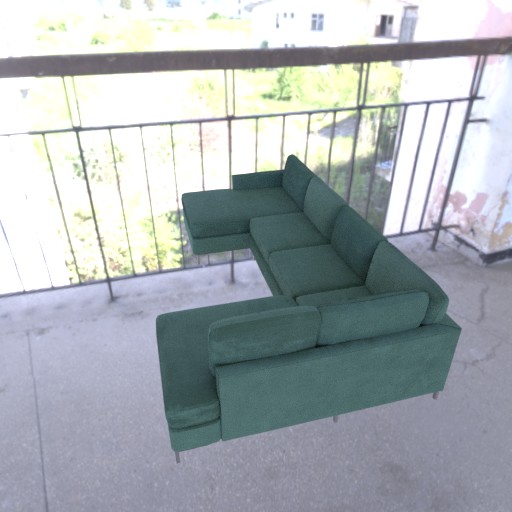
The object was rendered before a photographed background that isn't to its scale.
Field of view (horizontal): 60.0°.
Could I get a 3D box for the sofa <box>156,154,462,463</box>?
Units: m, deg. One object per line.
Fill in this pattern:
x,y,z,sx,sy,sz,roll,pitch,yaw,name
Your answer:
0.000,0.000,4.345,2.055,0.992,3.434,-8,32,-13,sofa
